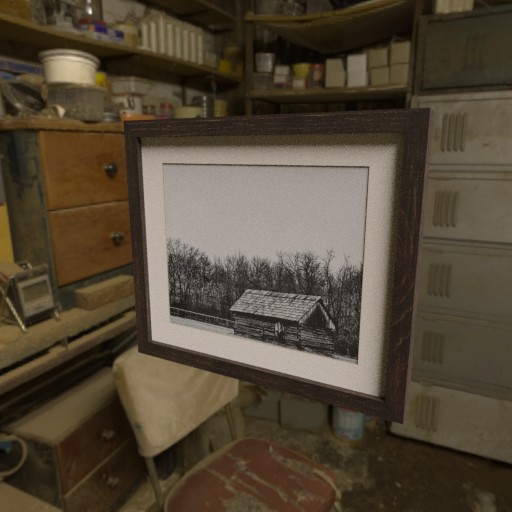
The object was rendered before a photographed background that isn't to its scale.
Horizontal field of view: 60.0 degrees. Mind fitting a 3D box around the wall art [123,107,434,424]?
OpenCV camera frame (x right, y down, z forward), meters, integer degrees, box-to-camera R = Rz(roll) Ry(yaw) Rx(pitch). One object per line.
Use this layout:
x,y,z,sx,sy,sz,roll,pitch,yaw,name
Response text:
0.000,0.000,0.548,0.381,0.330,0.031,7,15,27,wall art
